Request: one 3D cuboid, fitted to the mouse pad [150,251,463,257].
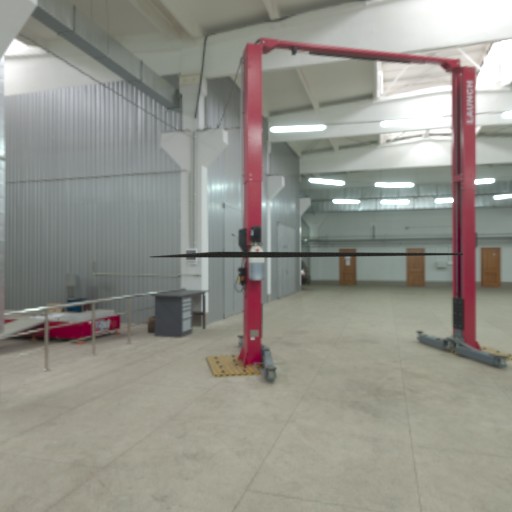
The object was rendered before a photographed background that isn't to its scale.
[{"bbox_3d":[0.000,0.000,1.074,0.424,0.003,0.907,0,-1,-19],"label":"mouse pad"}]
